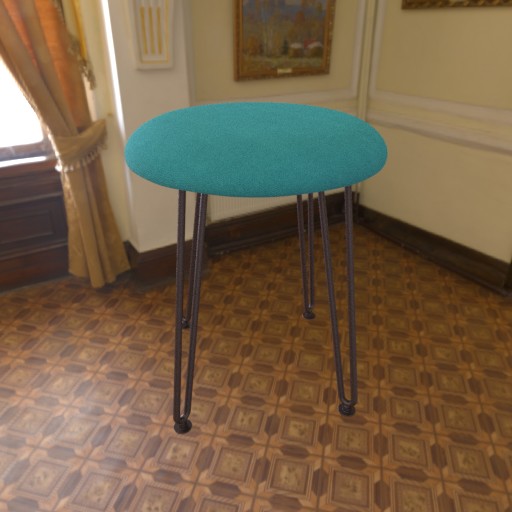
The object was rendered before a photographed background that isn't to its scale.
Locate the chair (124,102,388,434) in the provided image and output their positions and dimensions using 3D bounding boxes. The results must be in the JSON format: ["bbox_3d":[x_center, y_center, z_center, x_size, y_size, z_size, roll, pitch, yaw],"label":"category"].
[{"bbox_3d":[0.000,0.000,0.689,0.350,0.430,0.350,-9,29,-17],"label":"chair"}]
